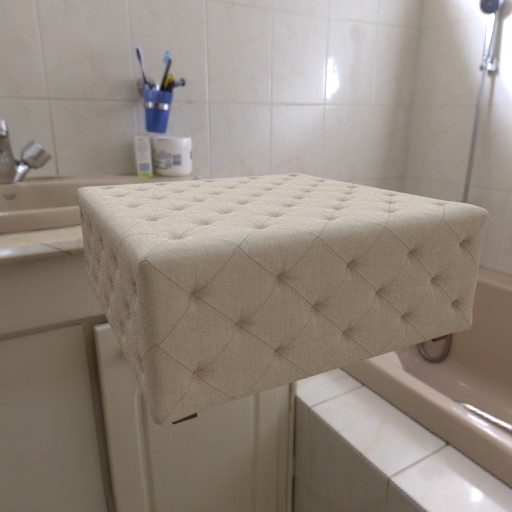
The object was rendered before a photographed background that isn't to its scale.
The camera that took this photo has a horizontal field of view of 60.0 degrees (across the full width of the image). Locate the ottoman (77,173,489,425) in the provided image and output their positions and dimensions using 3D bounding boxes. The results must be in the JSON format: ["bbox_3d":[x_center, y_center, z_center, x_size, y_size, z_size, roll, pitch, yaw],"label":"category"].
[{"bbox_3d":[0.000,0.000,1.557,1.028,0.439,1.028,-9,19,-26],"label":"ottoman"}]
